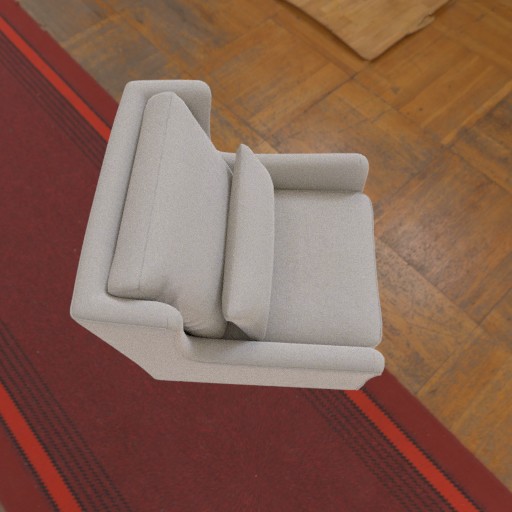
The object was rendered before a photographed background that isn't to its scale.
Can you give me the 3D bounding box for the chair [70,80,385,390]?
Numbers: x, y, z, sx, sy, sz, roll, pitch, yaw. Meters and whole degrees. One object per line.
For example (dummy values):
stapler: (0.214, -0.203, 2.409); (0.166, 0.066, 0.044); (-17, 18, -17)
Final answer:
chair: (0.000, 0.000, 1.877); (1.040, 1.056, 0.982); (2, 64, 1)
